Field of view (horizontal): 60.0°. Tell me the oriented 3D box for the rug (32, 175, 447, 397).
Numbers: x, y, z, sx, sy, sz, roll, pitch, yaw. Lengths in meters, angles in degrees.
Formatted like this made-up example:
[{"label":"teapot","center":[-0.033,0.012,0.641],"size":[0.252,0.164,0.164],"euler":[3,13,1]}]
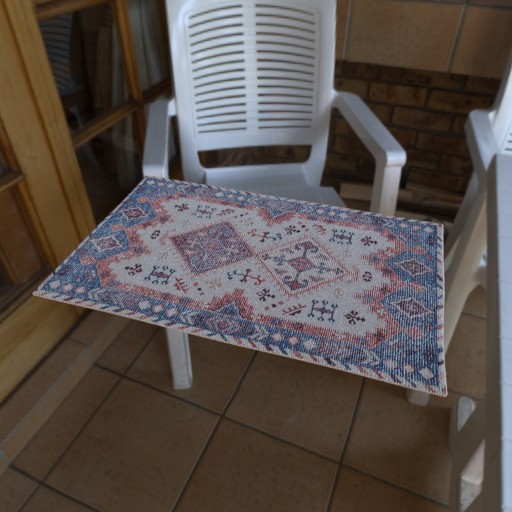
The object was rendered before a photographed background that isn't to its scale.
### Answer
[{"label":"rug","center":[0.000,0.000,3.036],"size":[2.464,0.023,1.521],"euler":[11,42,13]}]
